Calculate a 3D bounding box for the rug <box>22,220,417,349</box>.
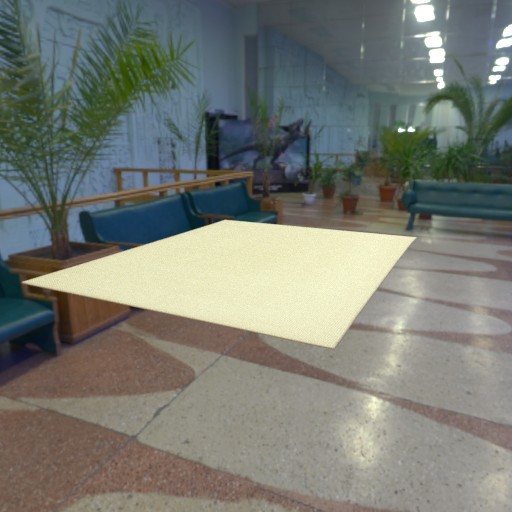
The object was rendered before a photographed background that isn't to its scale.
[{"bbox_3d":[0.000,0.000,4.127,2.462,0.018,3.039,7,16,26],"label":"rug"}]
